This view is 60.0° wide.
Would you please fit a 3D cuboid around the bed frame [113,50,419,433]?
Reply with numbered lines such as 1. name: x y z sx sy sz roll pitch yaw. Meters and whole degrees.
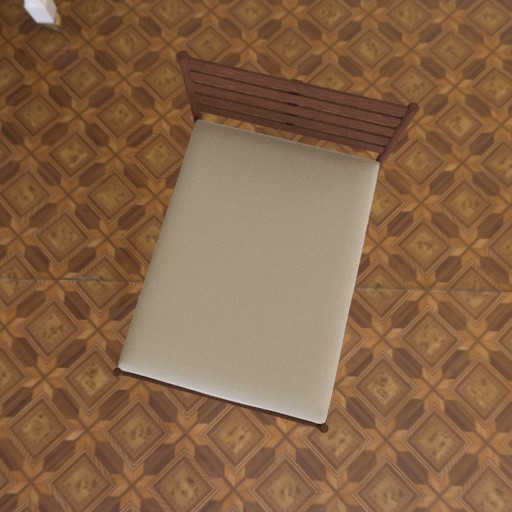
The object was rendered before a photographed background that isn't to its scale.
1. bed frame: 0.000 0.000 3.345 1.655 1.321 2.234 14 77 3
